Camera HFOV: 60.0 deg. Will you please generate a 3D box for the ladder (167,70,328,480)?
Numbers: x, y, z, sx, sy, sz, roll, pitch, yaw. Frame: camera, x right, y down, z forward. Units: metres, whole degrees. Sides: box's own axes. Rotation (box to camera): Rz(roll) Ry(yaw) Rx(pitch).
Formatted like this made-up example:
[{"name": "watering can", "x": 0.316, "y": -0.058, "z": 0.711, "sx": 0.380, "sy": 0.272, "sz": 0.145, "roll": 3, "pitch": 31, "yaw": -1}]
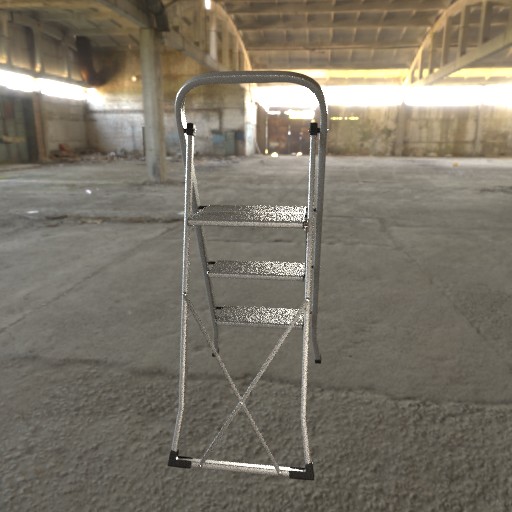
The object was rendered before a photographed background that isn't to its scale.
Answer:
[{"name": "ladder", "x": 0.000, "y": 0.000, "z": 1.425, "sx": 0.465, "sy": 1.070, "sz": 0.704, "roll": 2, "pitch": 15, "yaw": 7}]
